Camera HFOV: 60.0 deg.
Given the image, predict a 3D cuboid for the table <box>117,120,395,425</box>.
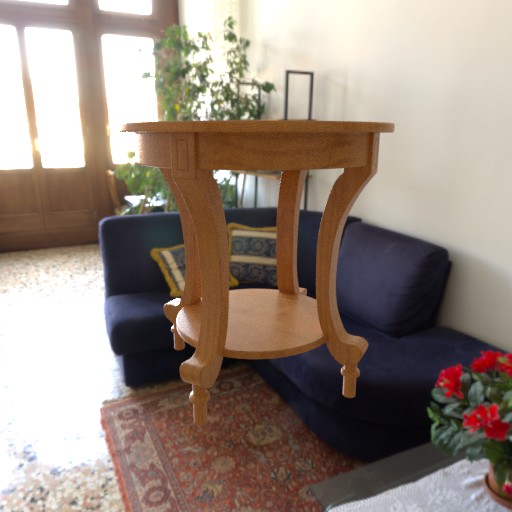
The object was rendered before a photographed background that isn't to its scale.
[{"bbox_3d":[0.000,0.000,1.075,0.597,0.612,0.597,0,15,0],"label":"table"}]
